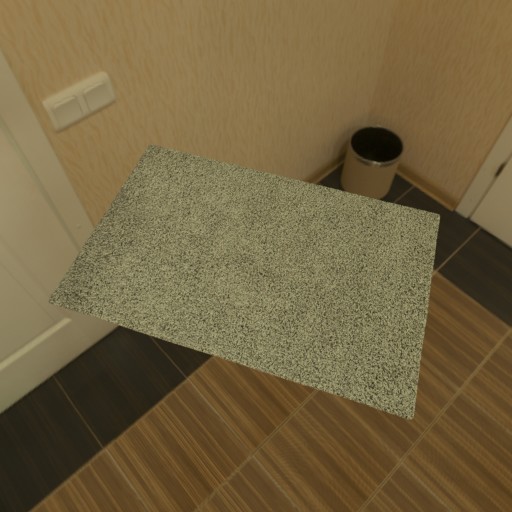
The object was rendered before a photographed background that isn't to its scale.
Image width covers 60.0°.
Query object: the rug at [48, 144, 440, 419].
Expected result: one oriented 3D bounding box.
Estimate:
[{"bbox_3d":[0.000,0.000,3.578,2.743,0.030,1.778,16,59,10],"label":"rug"}]
